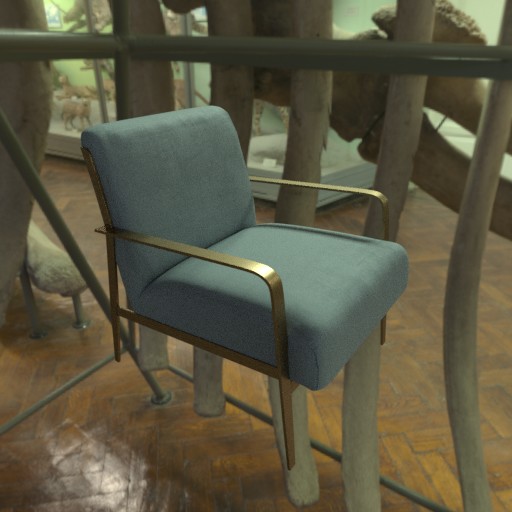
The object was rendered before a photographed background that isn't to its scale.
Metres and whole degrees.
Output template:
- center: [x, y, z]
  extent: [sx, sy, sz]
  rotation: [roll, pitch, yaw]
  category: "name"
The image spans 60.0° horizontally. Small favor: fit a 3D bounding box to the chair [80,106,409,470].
- center: [0.000, 0.000, 1.446]
  extent: [0.842, 0.824, 0.701]
  rotation: [18, 31, 31]
  category: "chair"
